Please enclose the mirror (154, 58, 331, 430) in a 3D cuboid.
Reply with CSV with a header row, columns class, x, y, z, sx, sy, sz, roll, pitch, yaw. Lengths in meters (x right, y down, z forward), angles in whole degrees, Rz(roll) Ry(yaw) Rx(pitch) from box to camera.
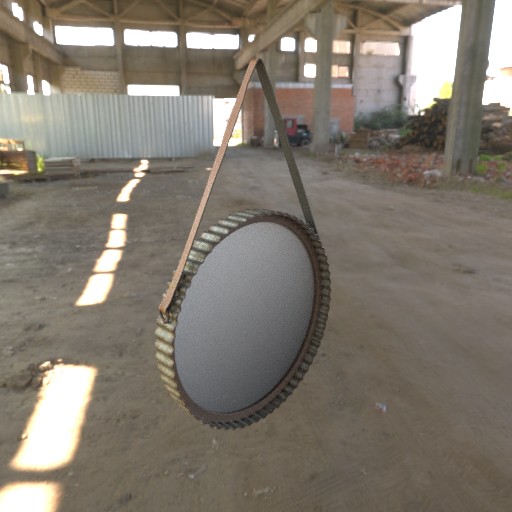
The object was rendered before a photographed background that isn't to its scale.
class,x,y,z,sx,sy,sz,roll,pitch,yaw
mirror,0.000,0.000,0.691,0.355,0.568,0.042,-15,22,-43
